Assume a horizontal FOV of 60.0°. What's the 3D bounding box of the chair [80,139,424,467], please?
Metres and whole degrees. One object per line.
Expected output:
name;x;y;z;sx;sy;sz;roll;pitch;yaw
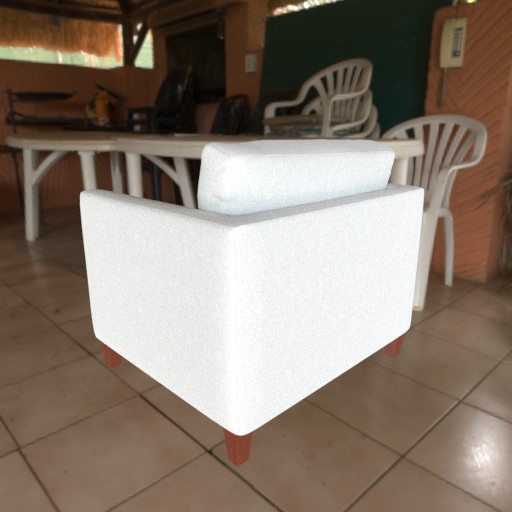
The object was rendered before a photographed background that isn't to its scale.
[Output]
chair;0.000;0.000;1.863;1.107;0.961;0.953;-15;22;-42
